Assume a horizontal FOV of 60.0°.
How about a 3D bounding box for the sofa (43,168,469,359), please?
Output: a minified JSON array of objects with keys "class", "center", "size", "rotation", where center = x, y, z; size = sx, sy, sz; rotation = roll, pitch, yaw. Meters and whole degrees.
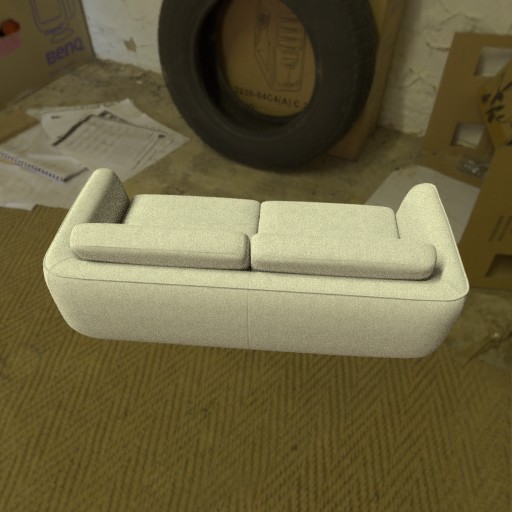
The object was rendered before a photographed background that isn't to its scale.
[{"class":"sofa","center":[0.000,0.000,2.413],"size":[2.000,0.850,0.920],"rotation":[3,47,3]}]
